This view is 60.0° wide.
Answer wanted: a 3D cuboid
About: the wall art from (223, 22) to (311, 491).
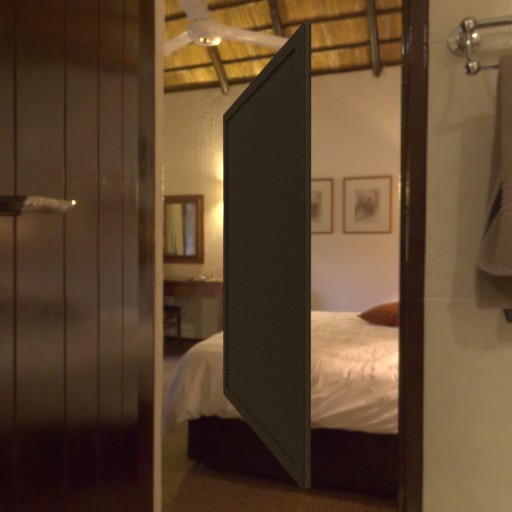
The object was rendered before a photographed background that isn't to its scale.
[{"bbox_3d":[0.000,0.000,0.840,0.012,0.661,0.451,0,1,-19],"label":"wall art"}]
